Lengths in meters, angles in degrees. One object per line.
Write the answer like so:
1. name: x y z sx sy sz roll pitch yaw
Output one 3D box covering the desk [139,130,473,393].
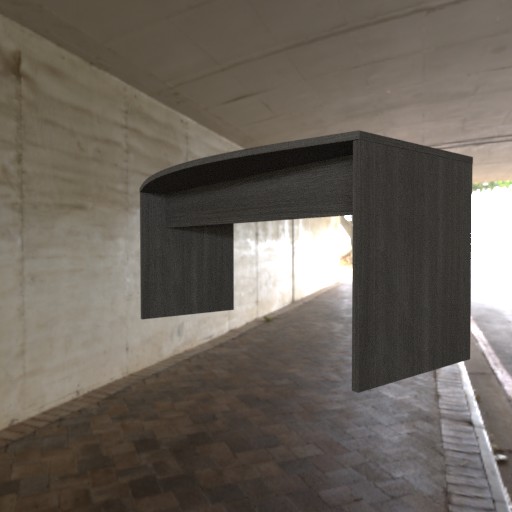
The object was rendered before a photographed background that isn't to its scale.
1. desk: 0.000 0.000 2.044 0.802 0.750 1.600 -1 2 -37
